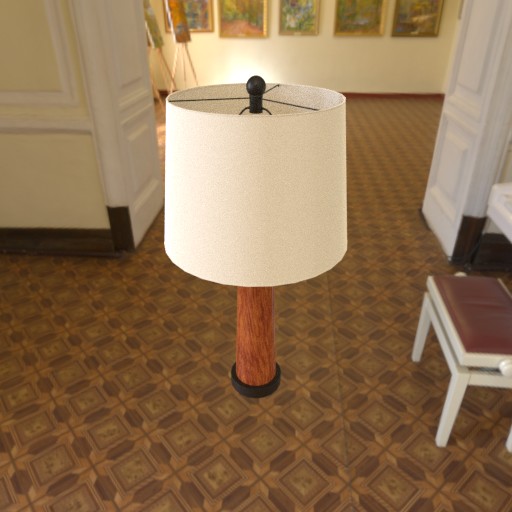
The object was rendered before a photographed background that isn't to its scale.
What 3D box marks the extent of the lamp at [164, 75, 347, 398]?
[{"bbox_3d":[0.000,0.000,0.877,0.349,0.667,0.349,0,30,0],"label":"lamp"}]
